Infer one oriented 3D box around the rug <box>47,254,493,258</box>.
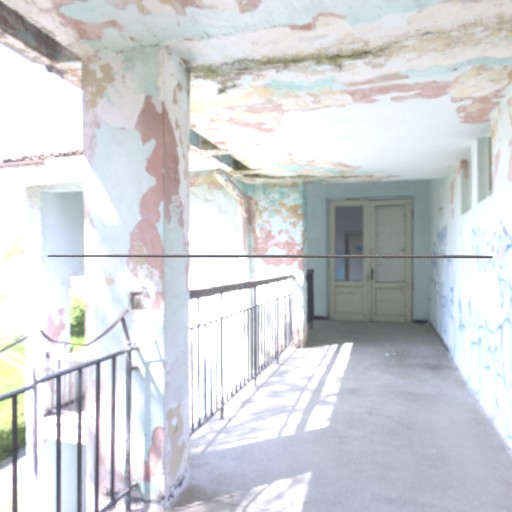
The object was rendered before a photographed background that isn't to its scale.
[{"bbox_3d":[0.000,0.000,2.691,2.448,0.012,0.769,0,0,18],"label":"rug"}]
